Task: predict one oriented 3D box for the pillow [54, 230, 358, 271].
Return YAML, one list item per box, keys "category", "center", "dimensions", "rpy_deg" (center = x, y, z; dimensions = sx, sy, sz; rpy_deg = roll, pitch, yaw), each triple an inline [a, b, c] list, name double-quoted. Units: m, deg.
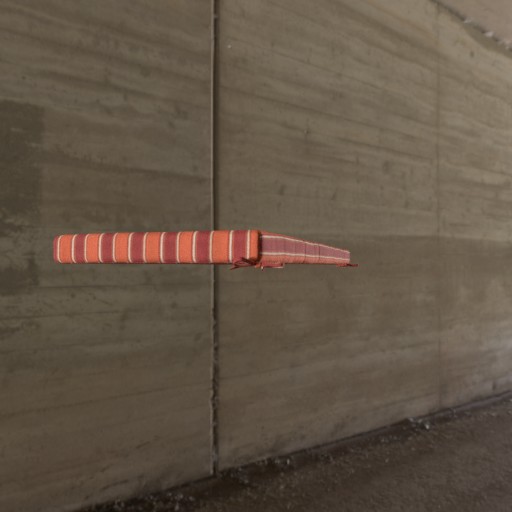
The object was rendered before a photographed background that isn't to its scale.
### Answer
- category: "pillow"
  center: [0.000, 0.000, 1.363]
  dimensions: [0.492, 0.081, 1.187]
  rpy_deg: [0, -1, 19]
